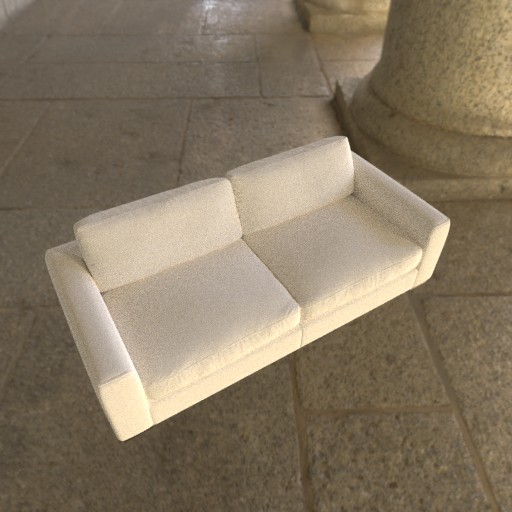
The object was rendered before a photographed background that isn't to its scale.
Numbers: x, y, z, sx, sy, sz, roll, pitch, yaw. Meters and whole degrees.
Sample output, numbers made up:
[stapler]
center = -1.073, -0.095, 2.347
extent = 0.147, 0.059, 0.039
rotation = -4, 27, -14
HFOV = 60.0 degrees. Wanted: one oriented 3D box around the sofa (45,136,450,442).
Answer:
[sofa]
center = 0.000, 0.000, 2.750
extent = 2.262, 0.801, 1.070
rotation = -23, 48, -22
